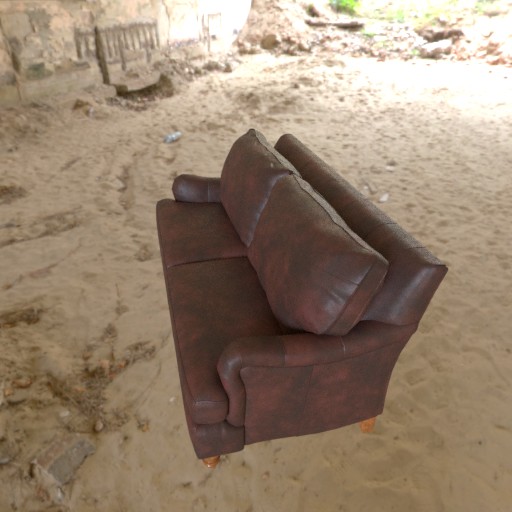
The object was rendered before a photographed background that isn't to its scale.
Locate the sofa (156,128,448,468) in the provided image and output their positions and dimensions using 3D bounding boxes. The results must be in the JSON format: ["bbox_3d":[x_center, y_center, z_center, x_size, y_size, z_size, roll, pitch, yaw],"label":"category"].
[{"bbox_3d":[0.000,0.000,2.782,1.147,1.071,2.144,-8,32,-13],"label":"sofa"}]
